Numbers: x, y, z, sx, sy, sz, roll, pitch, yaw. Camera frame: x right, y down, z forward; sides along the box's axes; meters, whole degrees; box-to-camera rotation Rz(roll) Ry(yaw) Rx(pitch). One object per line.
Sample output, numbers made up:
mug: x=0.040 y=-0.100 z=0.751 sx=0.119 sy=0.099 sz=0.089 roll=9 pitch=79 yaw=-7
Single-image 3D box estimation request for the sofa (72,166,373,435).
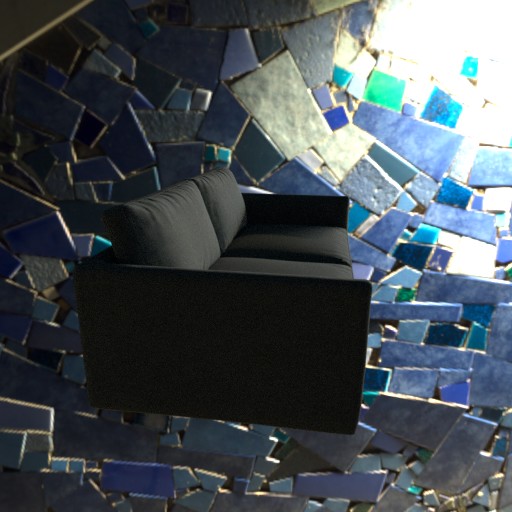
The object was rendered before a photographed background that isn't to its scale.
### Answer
sofa: x=0.000 y=0.000 z=2.501 sx=1.091 sy=0.845 sz=1.909 roll=3 pitch=17 yaw=9
